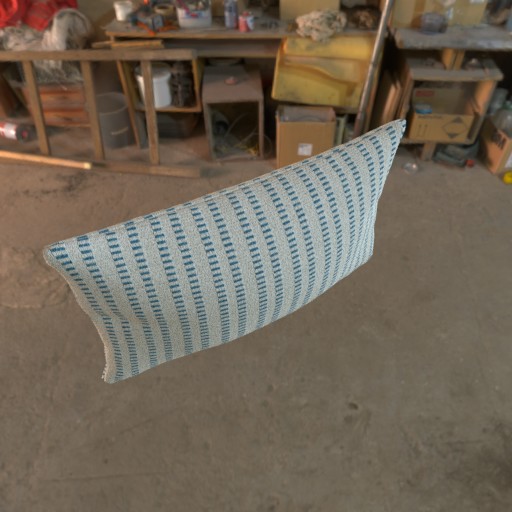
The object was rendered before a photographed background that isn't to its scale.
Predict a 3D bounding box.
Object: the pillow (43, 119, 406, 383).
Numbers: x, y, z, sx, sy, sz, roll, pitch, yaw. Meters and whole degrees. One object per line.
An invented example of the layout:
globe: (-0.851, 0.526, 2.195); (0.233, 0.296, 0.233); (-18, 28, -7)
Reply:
pillow: (0.000, 0.000, 0.797); (0.640, 0.353, 0.210); (-24, 51, -21)
